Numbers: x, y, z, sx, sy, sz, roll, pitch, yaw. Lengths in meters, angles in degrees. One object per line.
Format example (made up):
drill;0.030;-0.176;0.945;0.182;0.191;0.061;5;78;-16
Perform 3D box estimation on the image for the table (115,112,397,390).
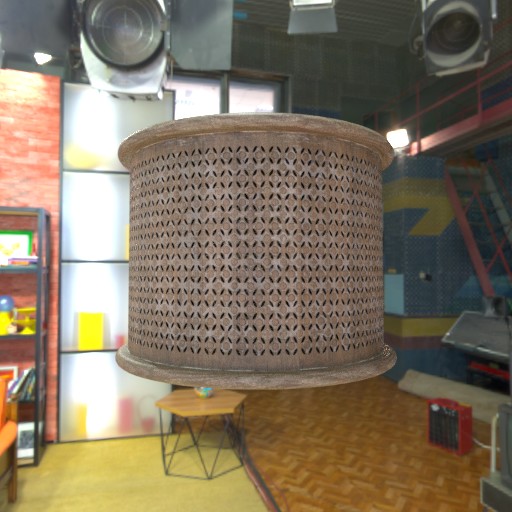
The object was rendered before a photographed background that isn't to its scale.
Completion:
table;0.000;0.000;1.011;0.607;0.450;0.607;0;-2;0
